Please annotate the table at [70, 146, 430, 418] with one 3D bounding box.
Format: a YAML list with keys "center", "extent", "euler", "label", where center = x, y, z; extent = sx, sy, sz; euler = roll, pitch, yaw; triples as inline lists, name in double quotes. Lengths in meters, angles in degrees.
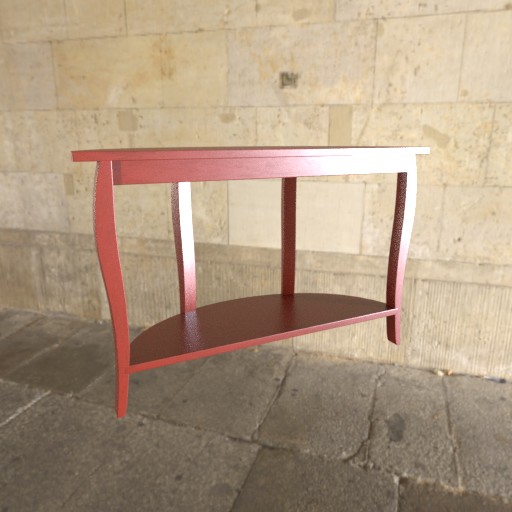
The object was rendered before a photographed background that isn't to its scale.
- center: [0.000, 0.000, 1.639]
  extent: [1.219, 0.779, 0.405]
  euler: [-7, 17, -25]
  label: "table"
